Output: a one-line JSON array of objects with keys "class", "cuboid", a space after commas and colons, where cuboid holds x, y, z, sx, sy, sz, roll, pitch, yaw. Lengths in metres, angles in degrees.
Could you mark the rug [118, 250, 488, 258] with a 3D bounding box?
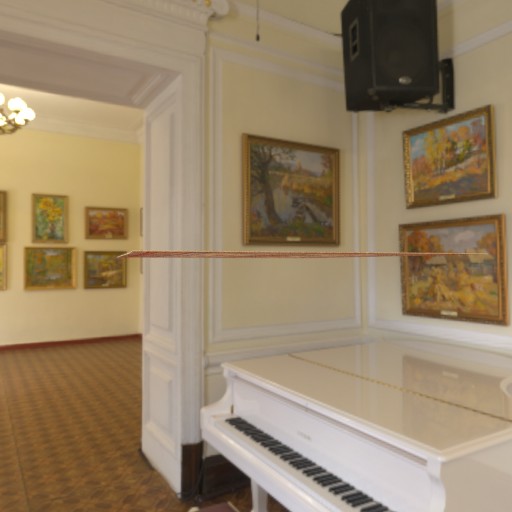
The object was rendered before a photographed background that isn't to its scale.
[{"class": "rug", "cuboid": [0.000, 0.000, 4.218, 2.460, 0.005, 3.067, 0, -1, -19]}]
